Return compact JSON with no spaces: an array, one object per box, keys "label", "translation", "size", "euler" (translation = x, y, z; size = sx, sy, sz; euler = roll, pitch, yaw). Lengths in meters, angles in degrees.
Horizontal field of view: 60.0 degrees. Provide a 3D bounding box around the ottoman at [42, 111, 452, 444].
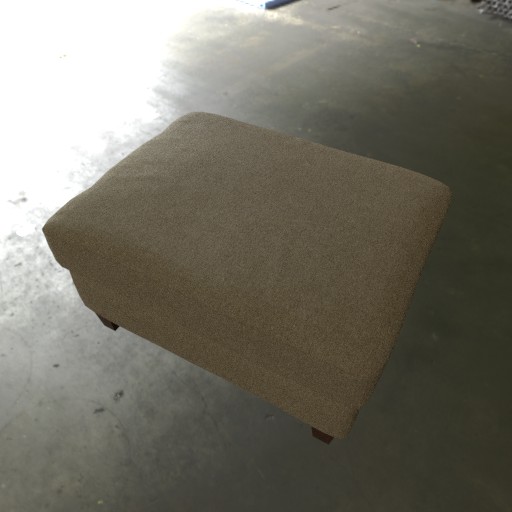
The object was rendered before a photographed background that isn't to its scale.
[{"label":"ottoman","translation":[0.000,0.000,1.301],"size":[0.889,0.511,0.692],"euler":[22,50,19]}]
